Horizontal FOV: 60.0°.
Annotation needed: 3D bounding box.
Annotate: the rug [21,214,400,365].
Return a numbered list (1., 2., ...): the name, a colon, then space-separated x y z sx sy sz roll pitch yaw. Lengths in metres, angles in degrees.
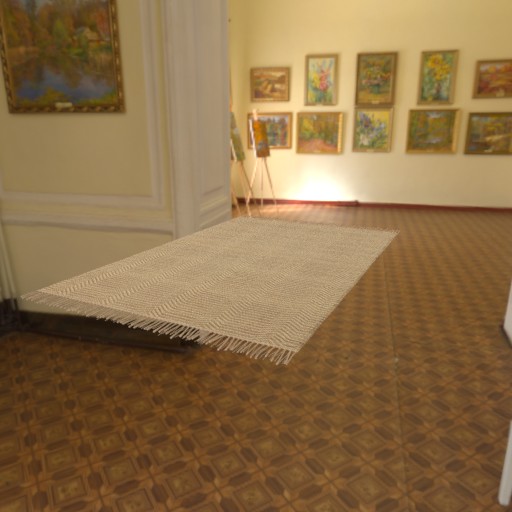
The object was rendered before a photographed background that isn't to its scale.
1. rug: 0.000 0.000 3.070 1.528 0.034 2.523 8 18 26
